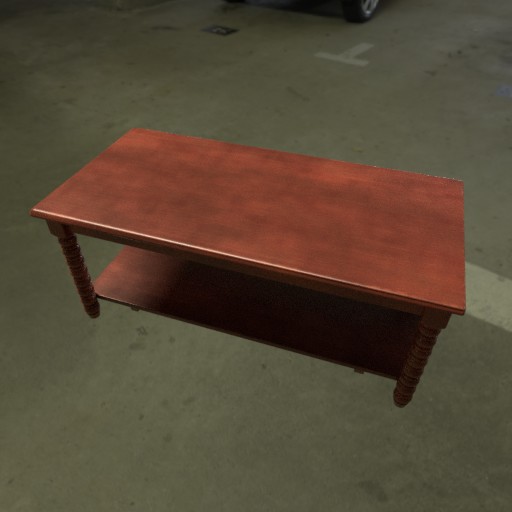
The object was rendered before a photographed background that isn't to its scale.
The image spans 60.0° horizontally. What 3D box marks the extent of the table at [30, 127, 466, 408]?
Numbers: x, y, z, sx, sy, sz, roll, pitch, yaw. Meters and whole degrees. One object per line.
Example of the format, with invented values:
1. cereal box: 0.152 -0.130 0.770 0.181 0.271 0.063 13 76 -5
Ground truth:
1. table: 0.000 0.000 1.474 1.171 0.485 0.580 13 43 14
